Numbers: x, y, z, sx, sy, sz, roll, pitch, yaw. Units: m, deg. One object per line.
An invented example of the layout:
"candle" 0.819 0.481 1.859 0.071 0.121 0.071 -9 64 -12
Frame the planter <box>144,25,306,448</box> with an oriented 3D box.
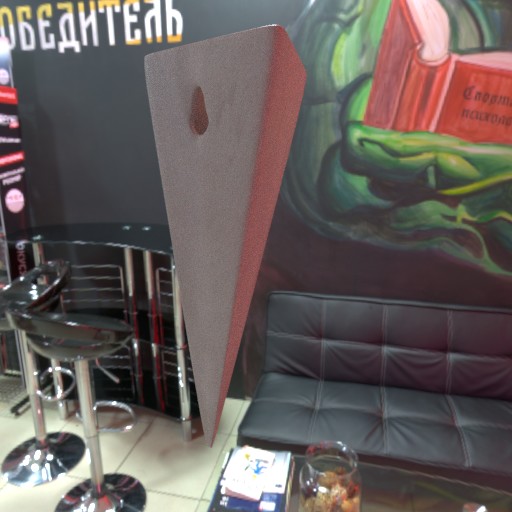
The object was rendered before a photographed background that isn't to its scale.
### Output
"planter" 0.000 0.000 0.153 0.047 0.130 0.058 -14 21 -43
